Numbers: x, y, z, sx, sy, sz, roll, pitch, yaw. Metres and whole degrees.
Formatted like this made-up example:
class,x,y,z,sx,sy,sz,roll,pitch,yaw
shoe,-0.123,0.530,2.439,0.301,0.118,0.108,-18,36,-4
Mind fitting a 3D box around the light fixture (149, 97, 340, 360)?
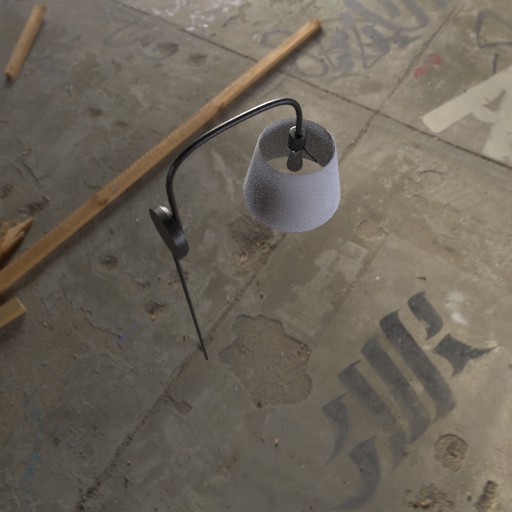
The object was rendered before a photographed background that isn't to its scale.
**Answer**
class,x,y,z,sx,sy,sz,roll,pitch,yaw
light fixture,0.000,0.000,0.475,0.176,0.399,0.092,-32,65,-17
